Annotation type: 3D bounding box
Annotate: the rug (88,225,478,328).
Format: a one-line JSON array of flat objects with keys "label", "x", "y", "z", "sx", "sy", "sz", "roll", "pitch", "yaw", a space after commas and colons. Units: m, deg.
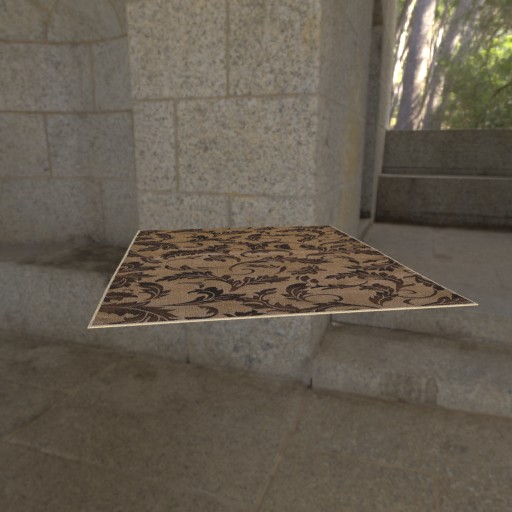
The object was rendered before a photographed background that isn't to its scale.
[{"label": "rug", "x": 0.000, "y": 0.000, "z": 4.041, "sx": 2.380, "sy": 0.008, "sz": 2.977, "roll": -2, "pitch": 14, "yaw": -9}]
